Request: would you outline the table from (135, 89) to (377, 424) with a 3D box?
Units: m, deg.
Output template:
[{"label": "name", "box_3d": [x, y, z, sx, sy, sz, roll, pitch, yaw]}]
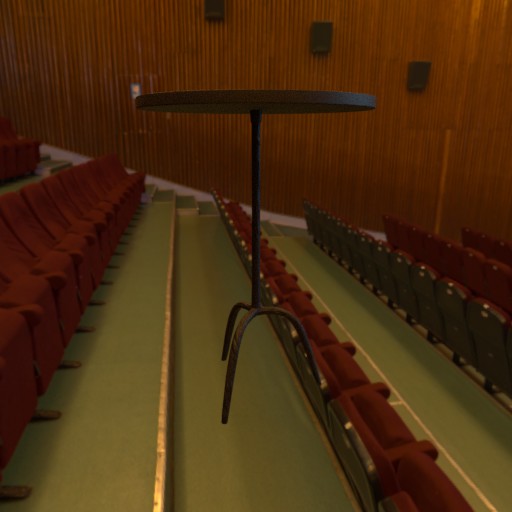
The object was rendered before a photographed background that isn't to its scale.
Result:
[{"label": "table", "box_3d": [0.000, 0.000, 1.050, 0.502, 0.700, 0.502, -3, 16, -10]}]
